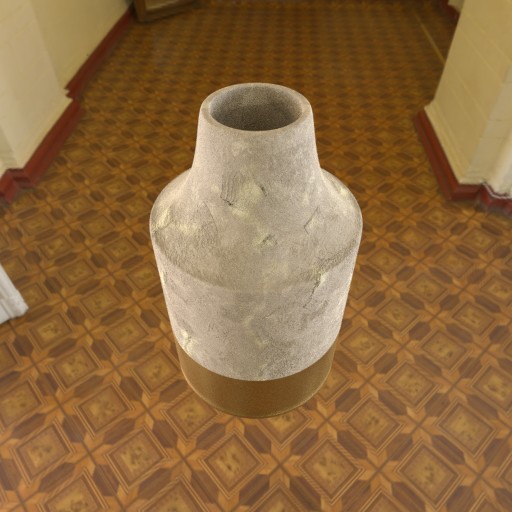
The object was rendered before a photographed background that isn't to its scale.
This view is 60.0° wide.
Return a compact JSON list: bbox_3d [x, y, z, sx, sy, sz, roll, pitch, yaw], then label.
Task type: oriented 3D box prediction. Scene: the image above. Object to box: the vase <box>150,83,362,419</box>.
[{"bbox_3d":[0.000,0.000,0.424,0.184,0.305,0.184,0,46,0],"label":"vase"}]
